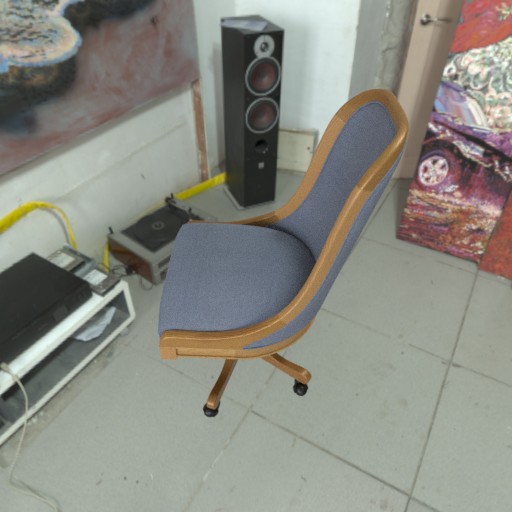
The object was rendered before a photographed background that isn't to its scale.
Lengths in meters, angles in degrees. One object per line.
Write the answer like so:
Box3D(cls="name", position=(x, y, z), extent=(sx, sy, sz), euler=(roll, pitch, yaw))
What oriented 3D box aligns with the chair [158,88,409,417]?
Box3D(cls="chair", position=(0.000, 0.000, 1.462), extent=(0.735, 1.031, 0.605), euler=(0, 41, 1))
